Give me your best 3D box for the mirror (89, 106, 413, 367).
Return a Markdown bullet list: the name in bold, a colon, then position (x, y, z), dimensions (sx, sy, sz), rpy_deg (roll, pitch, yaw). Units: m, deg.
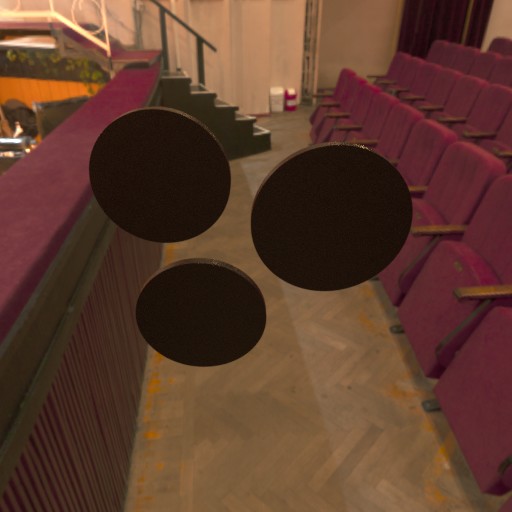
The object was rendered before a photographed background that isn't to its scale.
- **mirror**: position (0.000, 0.000, 3.229), dimensions (2.160, 2.096, 0.076), rpy_deg (-1, 30, -1)
